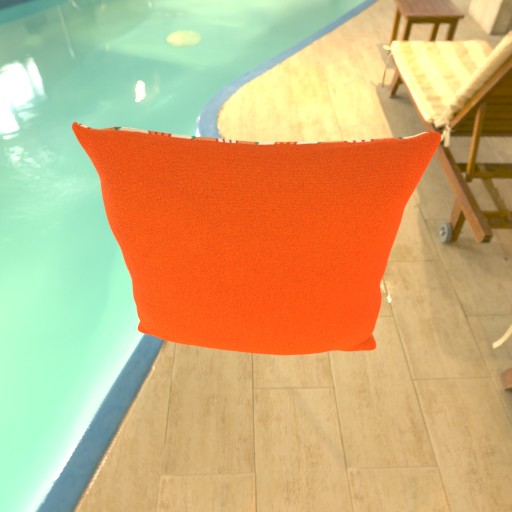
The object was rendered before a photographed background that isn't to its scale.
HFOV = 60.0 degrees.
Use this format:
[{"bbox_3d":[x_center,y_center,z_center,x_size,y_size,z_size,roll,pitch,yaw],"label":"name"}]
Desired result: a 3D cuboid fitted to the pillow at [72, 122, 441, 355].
[{"bbox_3d":[0.000,0.000,0.667,0.440,0.441,0.182,3,47,3],"label":"pillow"}]
